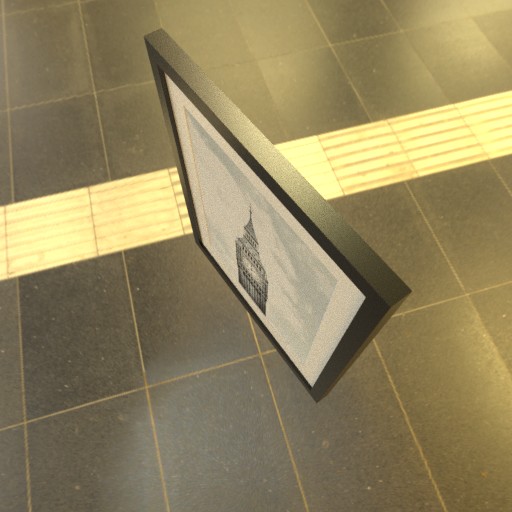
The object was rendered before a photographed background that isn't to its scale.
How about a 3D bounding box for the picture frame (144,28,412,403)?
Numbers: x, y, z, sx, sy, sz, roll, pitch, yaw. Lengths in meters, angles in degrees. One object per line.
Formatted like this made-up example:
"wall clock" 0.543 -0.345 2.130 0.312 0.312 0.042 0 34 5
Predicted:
"picture frame" 0.000 0.000 0.742 0.028 0.556 0.460 -33 68 -15
